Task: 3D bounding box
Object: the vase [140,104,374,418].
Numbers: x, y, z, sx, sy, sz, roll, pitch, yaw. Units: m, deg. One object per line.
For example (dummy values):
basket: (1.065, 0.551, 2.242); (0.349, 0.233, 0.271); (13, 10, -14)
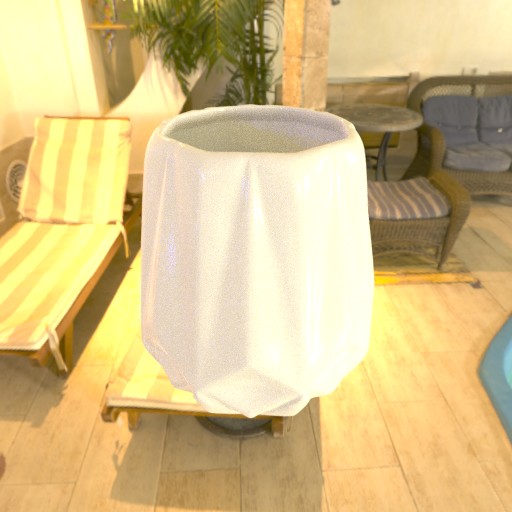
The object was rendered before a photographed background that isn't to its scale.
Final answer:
vase: (0.000, 0.000, 0.258); (0.141, 0.152, 0.141); (0, 30, 0)
